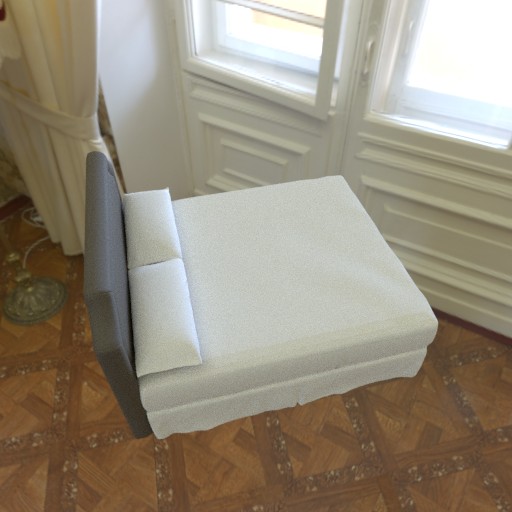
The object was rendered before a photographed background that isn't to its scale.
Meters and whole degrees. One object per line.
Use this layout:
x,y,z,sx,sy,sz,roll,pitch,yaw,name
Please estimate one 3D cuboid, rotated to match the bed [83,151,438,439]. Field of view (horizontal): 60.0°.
0.000,0.000,3.923,2.536,1.561,2.194,-10,47,-10,bed
